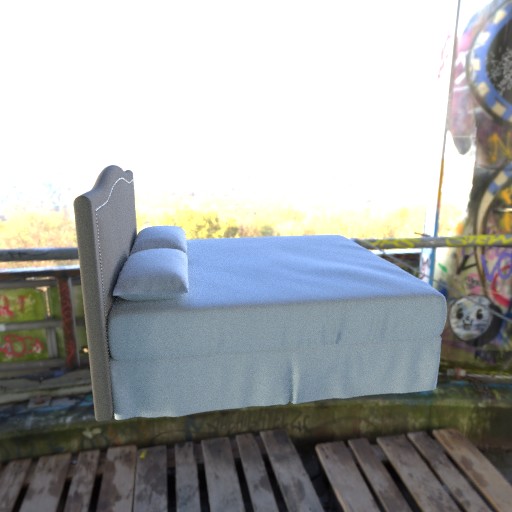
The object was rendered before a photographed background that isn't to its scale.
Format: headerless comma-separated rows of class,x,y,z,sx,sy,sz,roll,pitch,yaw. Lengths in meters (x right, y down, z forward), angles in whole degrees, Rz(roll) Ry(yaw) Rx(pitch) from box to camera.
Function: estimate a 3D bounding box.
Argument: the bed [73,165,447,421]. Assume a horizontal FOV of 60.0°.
bed,0.000,0.000,3.485,2.182,1.421,2.083,-2,15,-9
